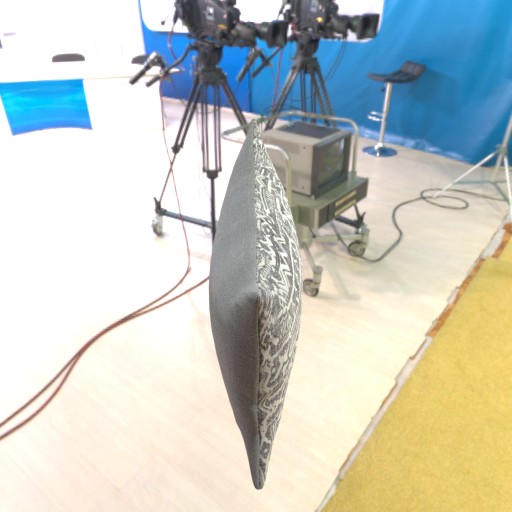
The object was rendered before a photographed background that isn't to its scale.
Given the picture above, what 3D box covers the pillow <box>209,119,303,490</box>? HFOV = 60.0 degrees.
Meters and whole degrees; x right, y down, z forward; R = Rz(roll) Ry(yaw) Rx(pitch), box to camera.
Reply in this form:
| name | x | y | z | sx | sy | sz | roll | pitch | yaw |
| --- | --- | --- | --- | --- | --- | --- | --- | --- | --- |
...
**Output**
| name | x | y | z | sx | sy | sz | roll | pitch | yaw |
| --- | --- | --- | --- | --- | --- | --- | --- | --- | --- |
| pillow | 0.000 | 0.000 | 0.736 | 0.148 | 0.290 | 0.631 | 0 | 32 | -1 |
